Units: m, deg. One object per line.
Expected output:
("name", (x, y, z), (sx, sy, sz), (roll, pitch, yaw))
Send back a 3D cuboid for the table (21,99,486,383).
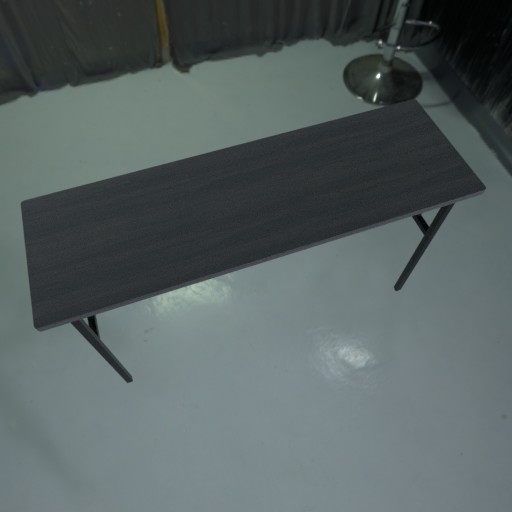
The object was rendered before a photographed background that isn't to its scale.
("table", (0.000, 0.000, 1.715), (1.399, 0.750, 0.449), (-17, 61, -10))
